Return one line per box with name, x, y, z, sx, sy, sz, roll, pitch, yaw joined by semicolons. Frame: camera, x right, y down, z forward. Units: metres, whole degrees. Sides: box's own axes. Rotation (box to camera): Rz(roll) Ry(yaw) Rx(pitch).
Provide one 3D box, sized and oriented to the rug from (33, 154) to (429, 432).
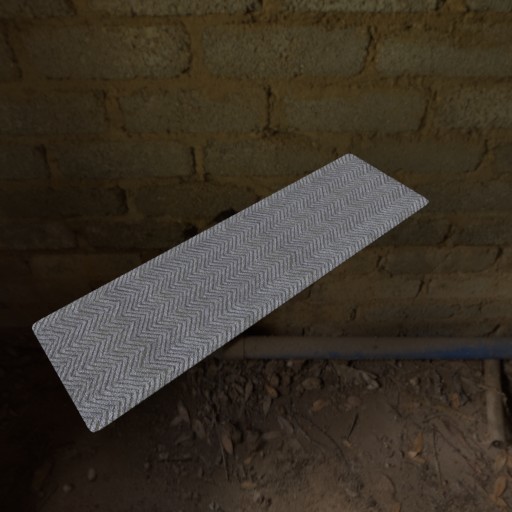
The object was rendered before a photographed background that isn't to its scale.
rug;0.000;0.000;2.475;2.286;0.008;0.686;-31;55;-25
